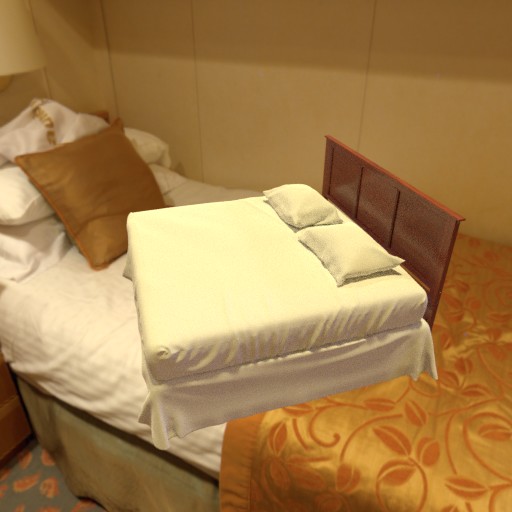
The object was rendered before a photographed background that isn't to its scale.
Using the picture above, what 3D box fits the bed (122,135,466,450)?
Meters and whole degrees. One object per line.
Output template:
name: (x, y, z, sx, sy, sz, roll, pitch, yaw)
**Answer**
bed: (0.000, 0.000, 3.664, 2.219, 1.271, 2.314, -9, 32, -15)
